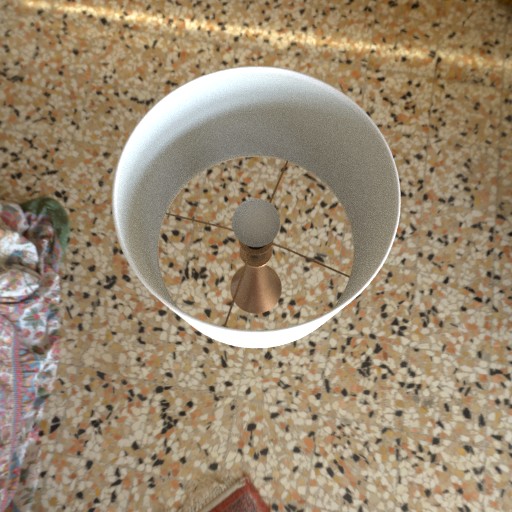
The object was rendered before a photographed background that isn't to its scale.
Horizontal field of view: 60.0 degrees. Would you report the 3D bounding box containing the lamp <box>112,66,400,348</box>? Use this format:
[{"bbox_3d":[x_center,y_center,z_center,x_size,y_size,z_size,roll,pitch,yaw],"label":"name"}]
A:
[{"bbox_3d":[0.000,0.000,0.641,0.268,0.479,0.268,19,76,5],"label":"lamp"}]
